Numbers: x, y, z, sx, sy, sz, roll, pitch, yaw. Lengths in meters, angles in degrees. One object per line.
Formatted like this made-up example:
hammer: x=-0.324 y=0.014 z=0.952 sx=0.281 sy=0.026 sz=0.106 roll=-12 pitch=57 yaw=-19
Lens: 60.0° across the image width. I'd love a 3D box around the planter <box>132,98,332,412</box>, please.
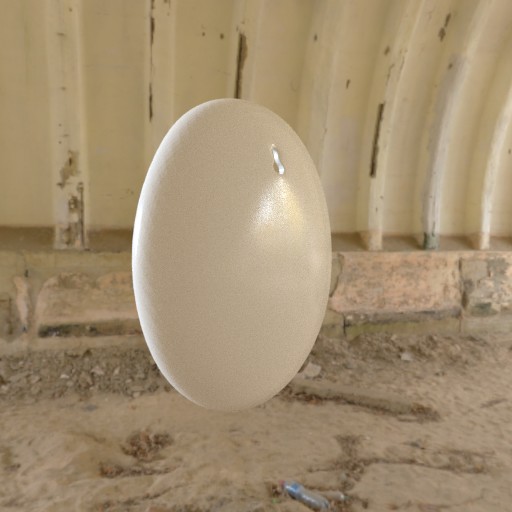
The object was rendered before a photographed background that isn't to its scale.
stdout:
planter: x=0.000 y=0.000 z=0.276 sx=0.043 sy=0.188 sz=0.185 roll=1 pitch=2 yaw=37
